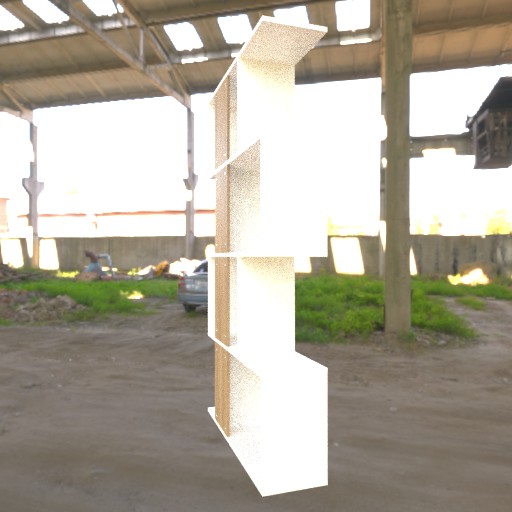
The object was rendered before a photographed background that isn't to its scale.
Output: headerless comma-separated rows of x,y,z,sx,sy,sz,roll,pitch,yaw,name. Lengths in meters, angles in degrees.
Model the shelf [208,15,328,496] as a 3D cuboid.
0.000,0.000,1.981,0.250,1.650,0.890,0,0,-18,shelf
